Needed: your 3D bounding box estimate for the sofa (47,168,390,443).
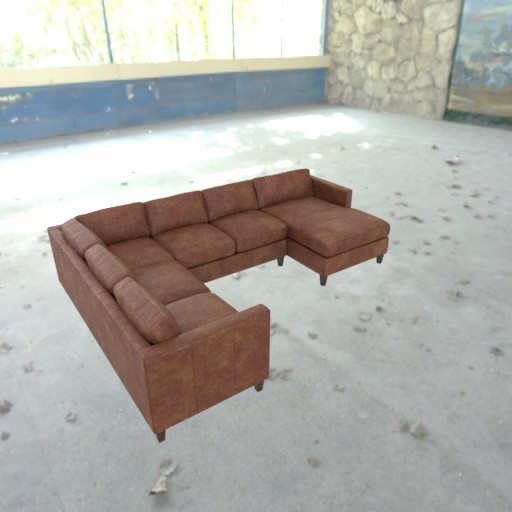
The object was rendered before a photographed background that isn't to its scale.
[{"bbox_3d":[0.000,0.000,4.457,3.324,0.888,2.452,-18,32,-31],"label":"sofa"}]
